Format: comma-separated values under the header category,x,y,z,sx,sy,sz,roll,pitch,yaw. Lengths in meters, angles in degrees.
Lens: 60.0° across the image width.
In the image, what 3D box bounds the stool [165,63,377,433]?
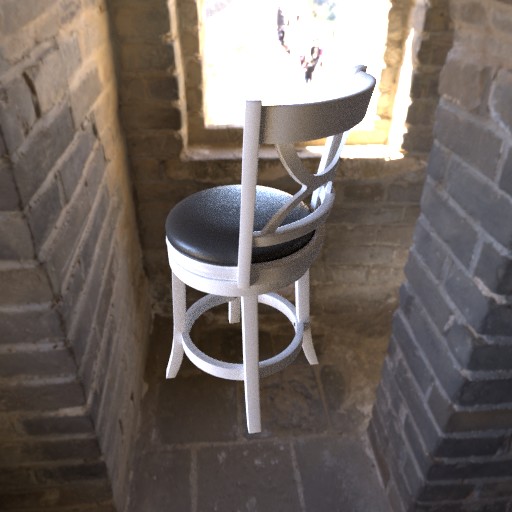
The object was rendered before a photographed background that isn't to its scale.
category,x,y,z,sx,sy,sz,roll,pitch,yaw
stool,0.000,0.000,1.217,0.508,0.953,0.444,22,39,30
